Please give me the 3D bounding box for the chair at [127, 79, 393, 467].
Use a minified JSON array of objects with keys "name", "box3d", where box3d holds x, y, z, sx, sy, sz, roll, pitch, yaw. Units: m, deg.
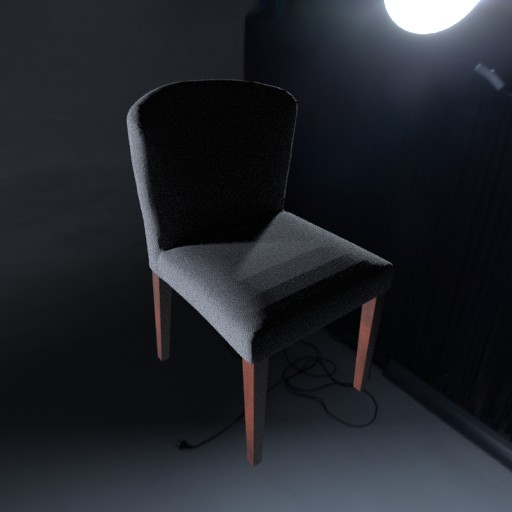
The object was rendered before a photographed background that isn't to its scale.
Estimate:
[{"name":"chair","box3d":[0.000,0.000,1.210,0.491,0.839,0.589,-21,36,-32]}]
